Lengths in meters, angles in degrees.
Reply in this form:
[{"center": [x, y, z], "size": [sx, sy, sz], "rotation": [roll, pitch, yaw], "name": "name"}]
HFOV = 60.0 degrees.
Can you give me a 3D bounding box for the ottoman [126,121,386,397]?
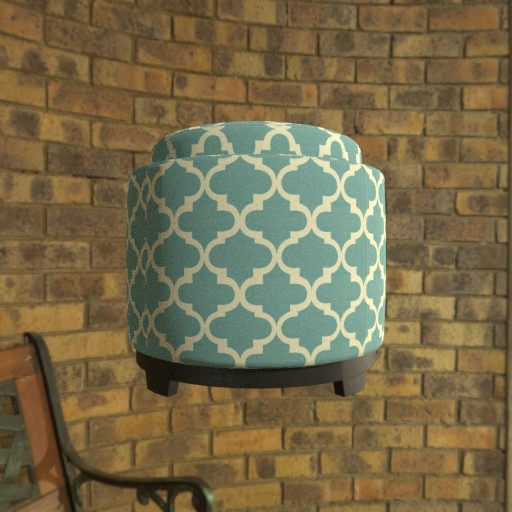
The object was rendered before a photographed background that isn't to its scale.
[{"center": [0.000, 0.000, 0.853], "size": [0.480, 0.429, 0.480], "rotation": [0, 1, 0], "name": "ottoman"}]
